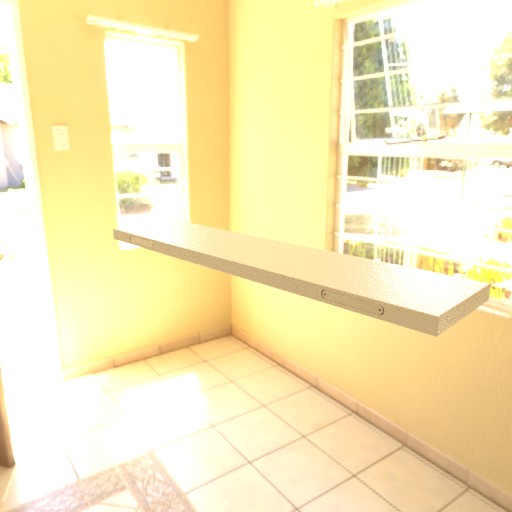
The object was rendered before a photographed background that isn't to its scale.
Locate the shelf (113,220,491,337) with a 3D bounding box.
[{"bbox_3d":[0.000,0.000,0.663,0.610,0.020,0.140,14,20,43],"label":"shelf"}]
